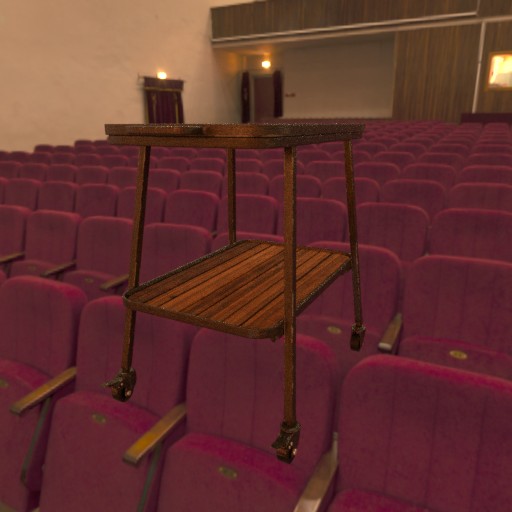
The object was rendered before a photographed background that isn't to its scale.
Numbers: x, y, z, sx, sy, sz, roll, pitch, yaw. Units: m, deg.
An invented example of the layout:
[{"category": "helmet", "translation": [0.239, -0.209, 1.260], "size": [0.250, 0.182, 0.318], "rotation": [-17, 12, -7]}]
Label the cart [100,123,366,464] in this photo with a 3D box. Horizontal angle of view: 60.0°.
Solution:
[{"category": "cart", "translation": [0.000, 0.000, 1.226], "size": [0.515, 0.700, 0.806], "rotation": [9, 19, 26]}]
